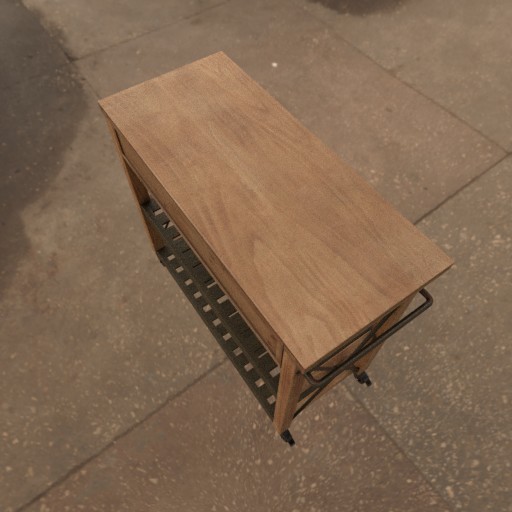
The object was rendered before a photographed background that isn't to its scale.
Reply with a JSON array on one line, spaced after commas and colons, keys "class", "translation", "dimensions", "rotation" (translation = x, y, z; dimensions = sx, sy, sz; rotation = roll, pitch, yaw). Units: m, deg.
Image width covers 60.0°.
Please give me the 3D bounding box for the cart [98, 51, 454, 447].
[{"class": "cart", "translation": [0.000, 0.000, 0.995], "dimensions": [0.298, 0.554, 0.686], "rotation": [-31, 63, -18]}]
